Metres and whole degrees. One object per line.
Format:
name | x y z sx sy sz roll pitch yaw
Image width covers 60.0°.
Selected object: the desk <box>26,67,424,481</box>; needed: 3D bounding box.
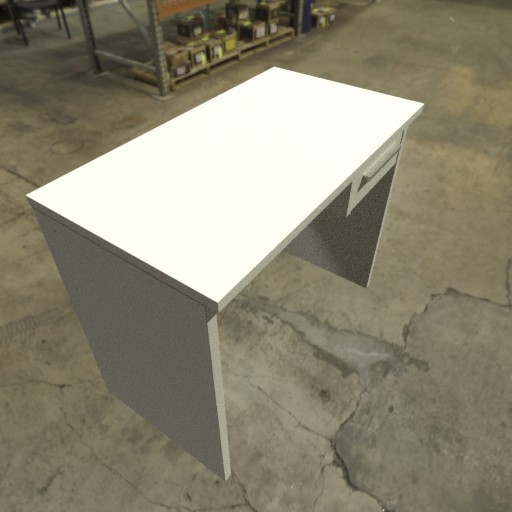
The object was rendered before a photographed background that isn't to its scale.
desk | 0.000 0.000 1.300 0.498 0.729 0.900 26 48 26
